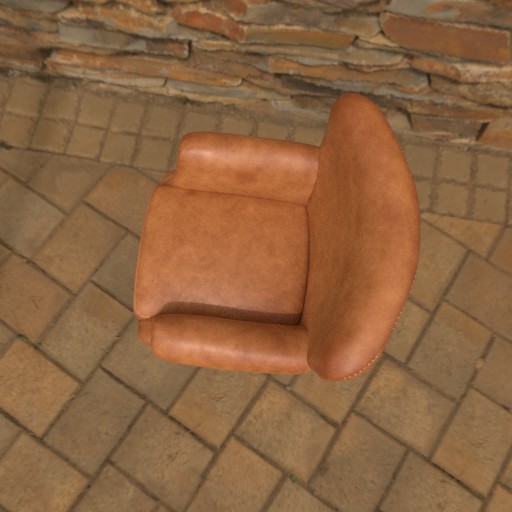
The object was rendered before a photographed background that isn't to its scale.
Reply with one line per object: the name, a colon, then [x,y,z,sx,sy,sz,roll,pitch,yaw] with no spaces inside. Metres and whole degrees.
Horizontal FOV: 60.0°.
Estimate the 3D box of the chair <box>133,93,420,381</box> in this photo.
chair: [0.000,0.000,1.663,0.921,0.936,0.861,5,75,1]
